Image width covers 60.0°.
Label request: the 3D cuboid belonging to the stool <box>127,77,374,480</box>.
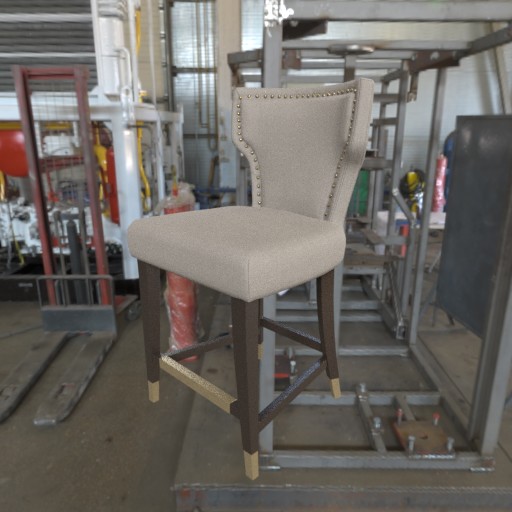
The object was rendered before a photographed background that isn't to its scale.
[{"bbox_3d":[0.000,0.000,1.319,0.563,0.982,0.527,-16,23,-42],"label":"stool"}]
